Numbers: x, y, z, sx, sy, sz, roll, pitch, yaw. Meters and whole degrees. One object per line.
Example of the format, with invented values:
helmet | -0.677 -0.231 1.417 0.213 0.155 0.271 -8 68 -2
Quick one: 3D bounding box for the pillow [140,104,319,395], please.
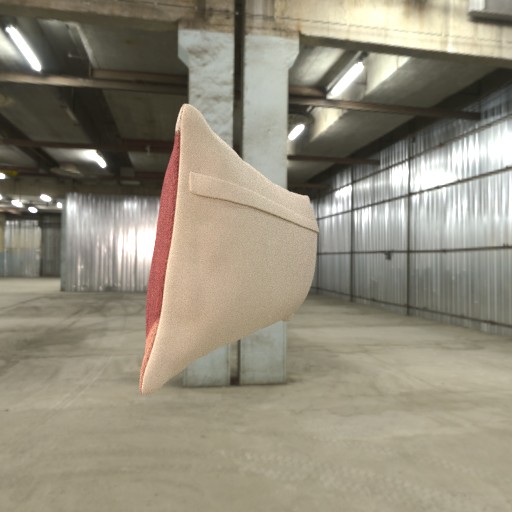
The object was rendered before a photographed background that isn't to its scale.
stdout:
pillow | 0.000 0.000 0.726 0.155 0.292 0.609 0 -1 18
